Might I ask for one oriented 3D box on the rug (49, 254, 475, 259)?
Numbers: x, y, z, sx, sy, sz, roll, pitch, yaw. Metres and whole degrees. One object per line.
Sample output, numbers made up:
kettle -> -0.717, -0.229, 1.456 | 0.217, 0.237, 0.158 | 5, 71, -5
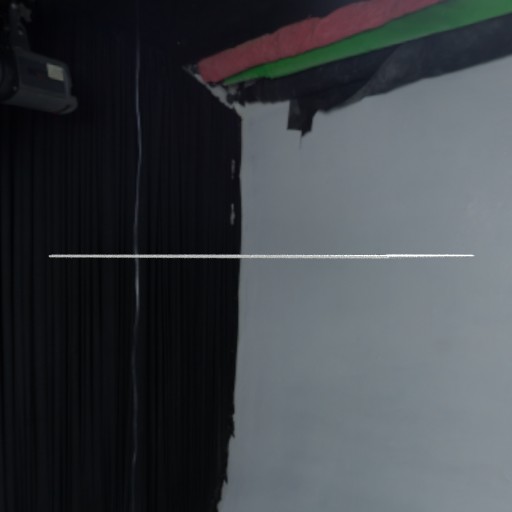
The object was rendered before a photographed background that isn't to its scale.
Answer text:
rug -> 0.000, 0.000, 3.418 | 2.746, 0.018, 1.819 | 0, 0, 37
